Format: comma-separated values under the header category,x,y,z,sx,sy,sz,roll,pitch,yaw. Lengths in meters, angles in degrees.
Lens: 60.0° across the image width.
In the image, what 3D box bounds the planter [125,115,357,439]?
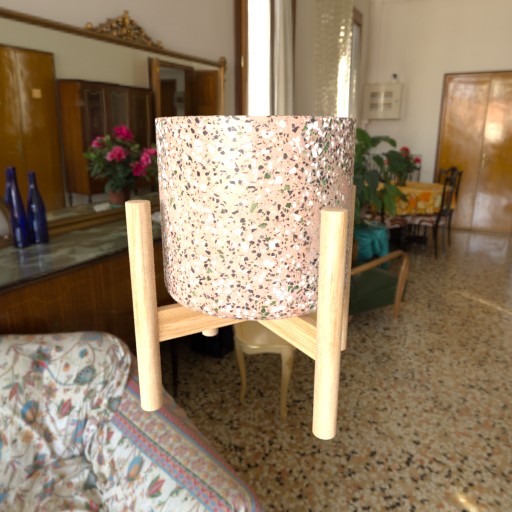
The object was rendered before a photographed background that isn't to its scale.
category,x,y,z,sx,sy,sz,roll,pitch,yaw
planter,0.000,0.000,0.543,0.284,0.320,0.284,-2,16,-8
